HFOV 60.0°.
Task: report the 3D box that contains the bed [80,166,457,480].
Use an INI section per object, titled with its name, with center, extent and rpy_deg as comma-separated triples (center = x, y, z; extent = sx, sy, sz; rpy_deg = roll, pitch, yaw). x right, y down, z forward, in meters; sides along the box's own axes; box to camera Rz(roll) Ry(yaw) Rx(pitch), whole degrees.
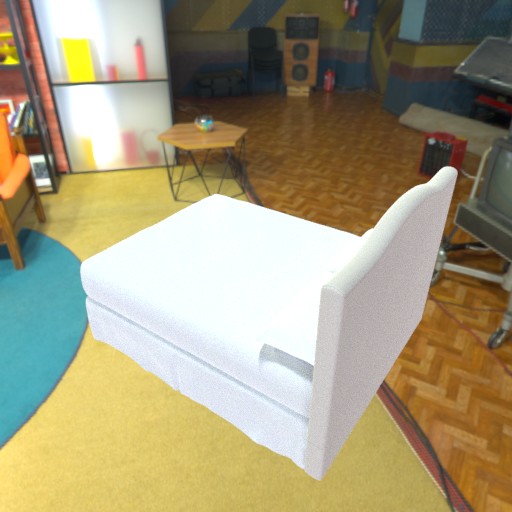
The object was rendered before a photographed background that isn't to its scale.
[bed]
center = 0.000, 0.000, 3.245
extent = 2.143, 1.460, 1.753
rpy_deg = 20, 37, 30
